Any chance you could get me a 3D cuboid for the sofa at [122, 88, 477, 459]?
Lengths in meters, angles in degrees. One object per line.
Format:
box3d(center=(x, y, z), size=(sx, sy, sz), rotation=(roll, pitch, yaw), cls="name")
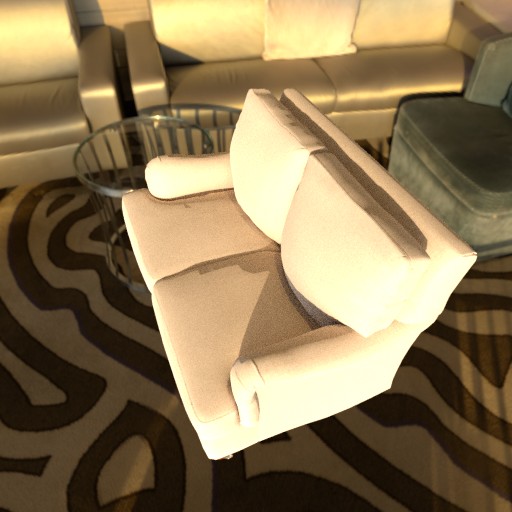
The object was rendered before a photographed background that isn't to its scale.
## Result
box3d(center=(0.000, 0.000, 2.168), size=(1.087, 1.048, 1.508), rotation=(-16, 47, -16), cls="sofa")
